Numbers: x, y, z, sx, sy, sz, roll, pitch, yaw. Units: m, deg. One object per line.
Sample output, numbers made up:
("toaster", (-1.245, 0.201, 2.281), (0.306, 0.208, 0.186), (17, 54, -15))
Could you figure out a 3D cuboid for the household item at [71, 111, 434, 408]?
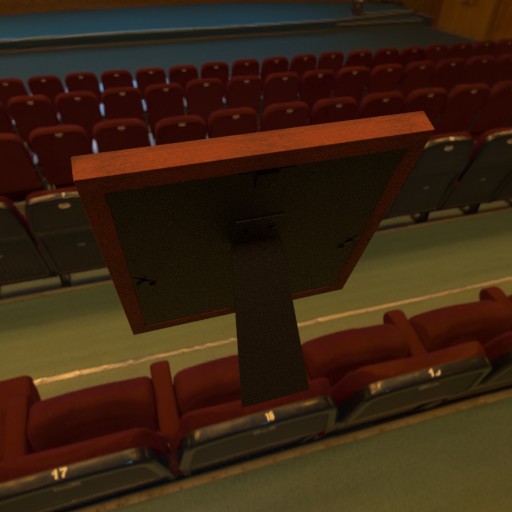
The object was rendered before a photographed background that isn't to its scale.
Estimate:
("household item", (0.000, 0.000, 0.380), (0.240, 0.240, 0.131), (-11, 42, -13))
